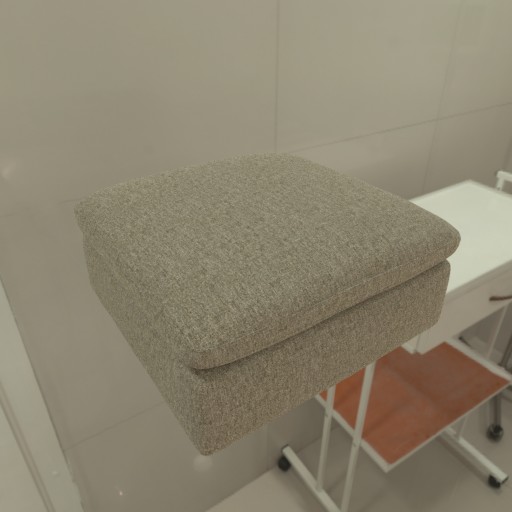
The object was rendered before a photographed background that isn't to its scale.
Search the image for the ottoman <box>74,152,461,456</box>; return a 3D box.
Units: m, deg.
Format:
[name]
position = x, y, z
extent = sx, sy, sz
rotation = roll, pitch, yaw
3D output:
[ottoman]
position = 0.000, 0.000, 1.650
extent = 1.039, 0.526, 1.035
rotation = -20, 36, -29
